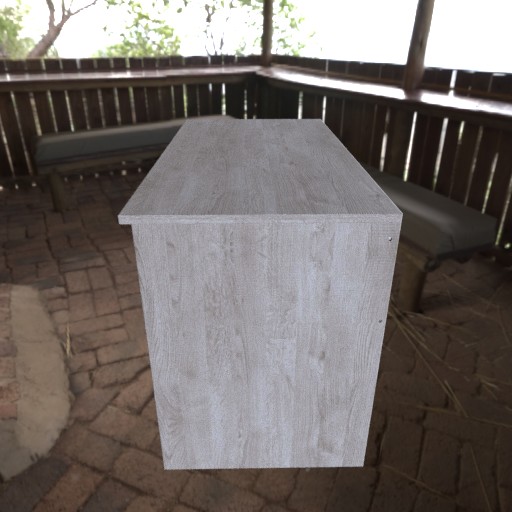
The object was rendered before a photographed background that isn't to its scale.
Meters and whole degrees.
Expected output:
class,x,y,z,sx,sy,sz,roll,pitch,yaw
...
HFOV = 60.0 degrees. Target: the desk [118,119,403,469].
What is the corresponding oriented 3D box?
class,x,y,z,sx,sy,sz,roll,pitch,yaw
desk,0.000,0.000,1.524,0.560,0.730,1.100,0,27,-1
